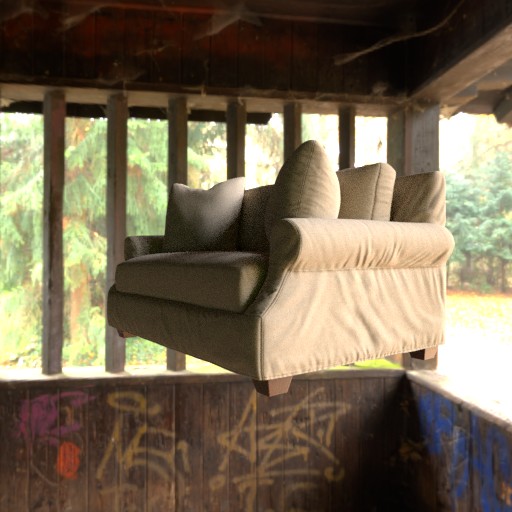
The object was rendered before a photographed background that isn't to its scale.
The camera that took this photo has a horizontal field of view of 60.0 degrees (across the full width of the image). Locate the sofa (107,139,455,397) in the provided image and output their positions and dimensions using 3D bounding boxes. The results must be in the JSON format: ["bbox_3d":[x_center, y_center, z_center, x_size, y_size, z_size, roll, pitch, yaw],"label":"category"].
[{"bbox_3d":[0.000,0.000,2.222,1.070,0.905,1.550,0,0,-37],"label":"sofa"}]
